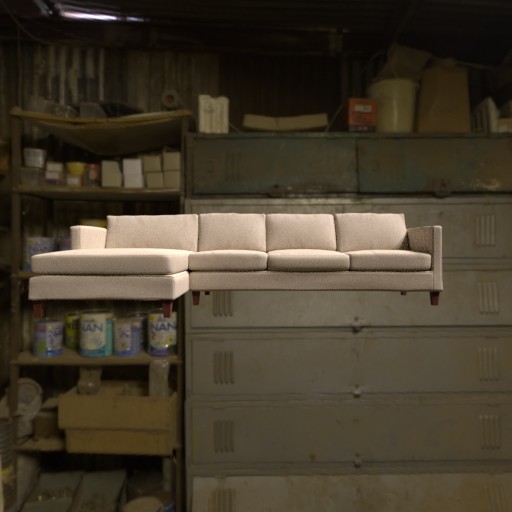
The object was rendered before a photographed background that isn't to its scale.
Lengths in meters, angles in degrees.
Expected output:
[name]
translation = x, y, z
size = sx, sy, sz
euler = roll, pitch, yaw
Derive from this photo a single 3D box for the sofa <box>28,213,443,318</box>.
[sofa]
translation = 0.000, 0.000, 3.883
size = 3.186, 0.846, 1.625
euler = 0, 1, 0
